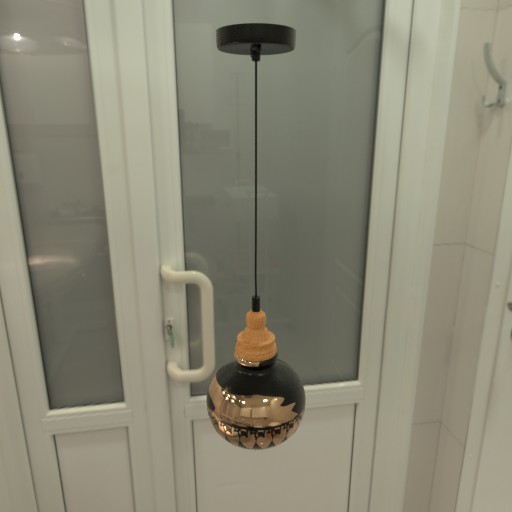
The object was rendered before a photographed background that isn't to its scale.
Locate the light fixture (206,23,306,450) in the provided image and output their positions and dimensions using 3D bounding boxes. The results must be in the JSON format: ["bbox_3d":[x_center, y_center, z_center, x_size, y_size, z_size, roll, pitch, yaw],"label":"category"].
[{"bbox_3d":[0.000,0.000,1.751,0.430,1.606,0.430,-3,17,-9],"label":"light fixture"}]
